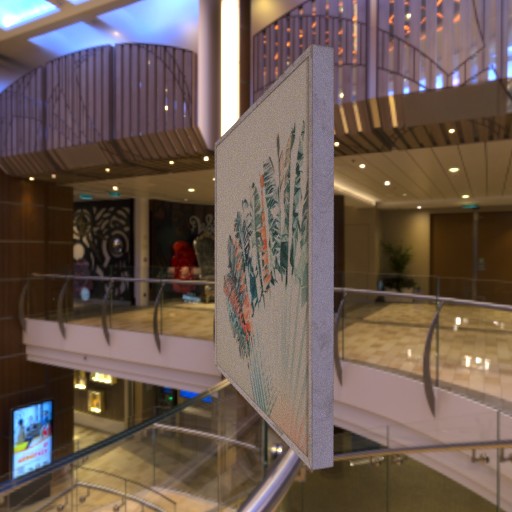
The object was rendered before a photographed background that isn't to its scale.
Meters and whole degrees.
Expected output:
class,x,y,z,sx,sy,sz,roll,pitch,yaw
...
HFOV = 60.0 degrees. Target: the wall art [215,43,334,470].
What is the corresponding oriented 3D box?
class,x,y,z,sx,sy,sz,roll,pitch,yaw
wall art,0.000,0.000,0.770,0.029,0.506,0.508,0,1,-18
